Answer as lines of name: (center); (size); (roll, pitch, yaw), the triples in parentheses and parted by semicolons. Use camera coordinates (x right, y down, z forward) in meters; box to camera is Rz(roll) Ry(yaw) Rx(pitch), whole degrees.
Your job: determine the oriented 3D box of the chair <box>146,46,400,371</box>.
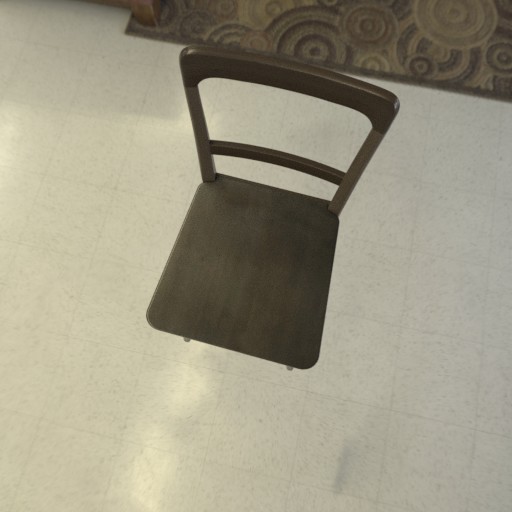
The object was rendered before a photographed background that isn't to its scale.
chair: (0.000, 0.000, 1.258); (0.450, 0.991, 0.546); (15, 76, 4)
